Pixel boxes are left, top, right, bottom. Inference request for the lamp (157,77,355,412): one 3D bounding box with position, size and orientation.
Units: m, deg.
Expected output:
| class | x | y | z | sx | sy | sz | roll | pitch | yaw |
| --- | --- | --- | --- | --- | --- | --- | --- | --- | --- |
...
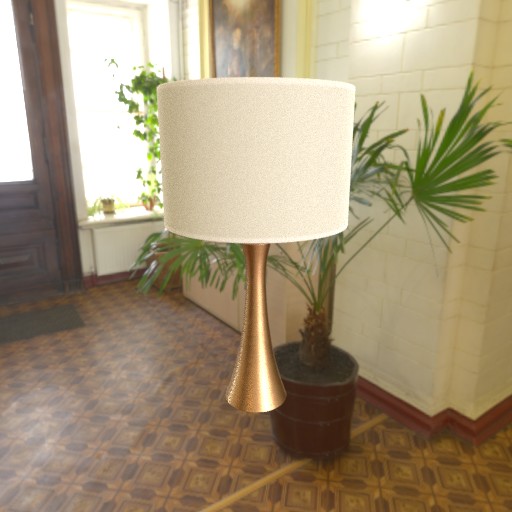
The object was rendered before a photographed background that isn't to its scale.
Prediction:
| class | x | y | z | sx | sy | sz | roll | pitch | yaw |
| --- | --- | --- | --- | --- | --- | --- | --- | --- | --- |
| lamp | 0.000 | 0.000 | 0.675 | 0.268 | 0.479 | 0.268 | 3 | 16 | 9 |
